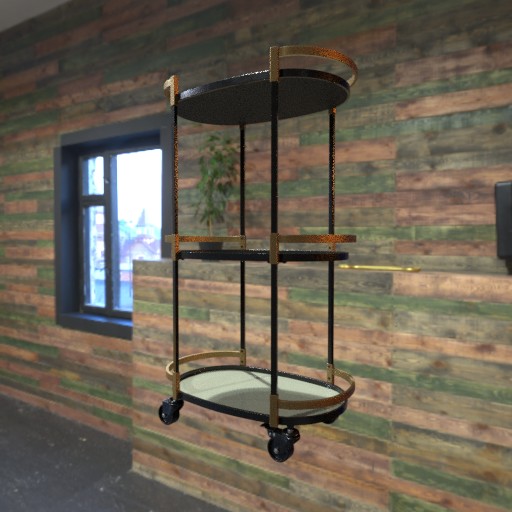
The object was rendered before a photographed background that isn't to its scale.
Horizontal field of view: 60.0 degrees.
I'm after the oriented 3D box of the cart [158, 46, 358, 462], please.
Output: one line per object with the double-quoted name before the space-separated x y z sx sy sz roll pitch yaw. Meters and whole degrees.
"cart" 0.000 0.000 1.143 0.515 0.885 0.311 1 3 34
